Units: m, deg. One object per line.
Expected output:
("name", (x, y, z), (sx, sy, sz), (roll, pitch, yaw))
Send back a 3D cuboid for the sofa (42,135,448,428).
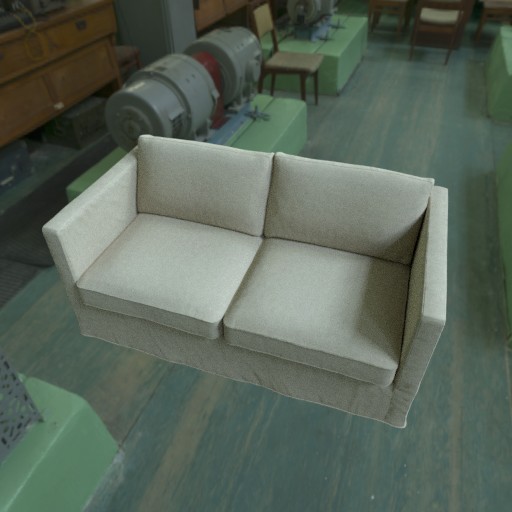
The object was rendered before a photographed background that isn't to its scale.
("sofa", (0.000, 0.000, 2.235), (1.719, 0.835, 0.962), (12, 42, 14))
